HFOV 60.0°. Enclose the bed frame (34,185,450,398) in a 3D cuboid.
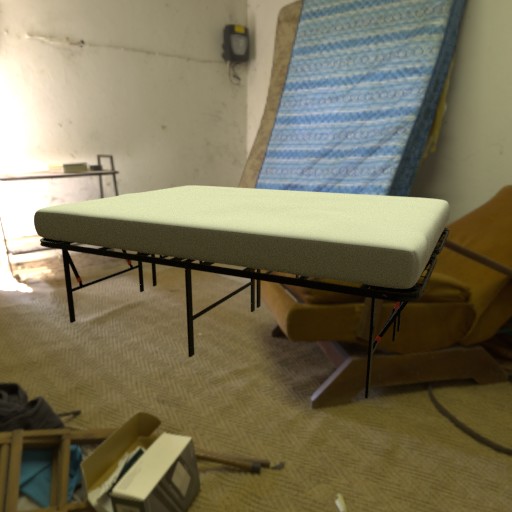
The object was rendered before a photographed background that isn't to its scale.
[{"bbox_3d":[0.000,0.000,2.497,1.905,0.637,1.372,7,16,26],"label":"bed frame"}]
